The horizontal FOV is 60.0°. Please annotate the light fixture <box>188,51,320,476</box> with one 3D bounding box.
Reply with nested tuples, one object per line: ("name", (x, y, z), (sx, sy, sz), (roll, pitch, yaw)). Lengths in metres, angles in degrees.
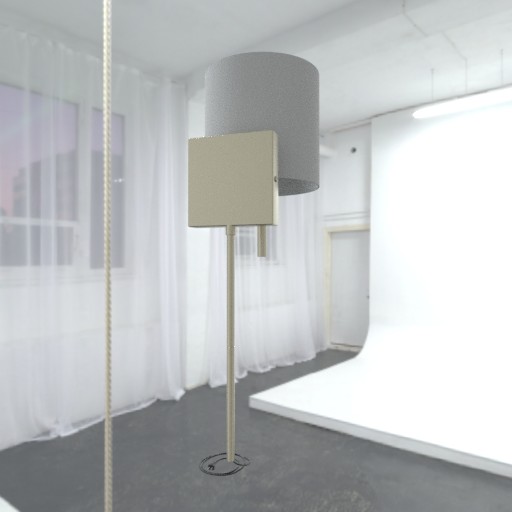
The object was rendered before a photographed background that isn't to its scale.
("light fixture", (0.000, 0.000, 0.702), (0.188, 0.589, 0.248), (0, -1, 19))
